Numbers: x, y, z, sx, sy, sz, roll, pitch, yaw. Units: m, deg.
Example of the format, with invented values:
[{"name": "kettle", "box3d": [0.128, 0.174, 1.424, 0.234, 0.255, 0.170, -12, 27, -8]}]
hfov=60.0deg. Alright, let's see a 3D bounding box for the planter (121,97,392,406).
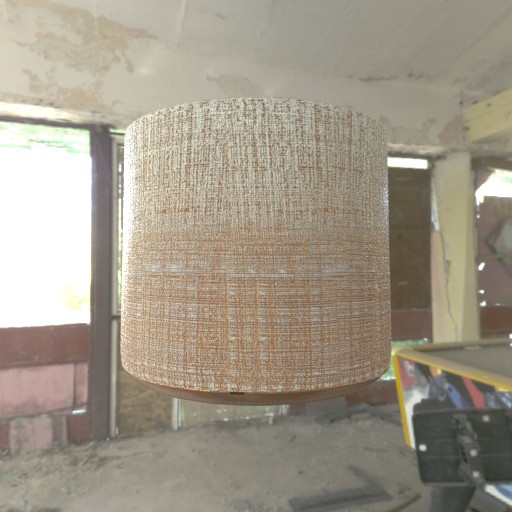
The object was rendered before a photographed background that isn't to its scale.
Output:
[{"name": "planter", "box3d": [0.000, 0.000, 0.187, 0.109, 0.096, 0.109, 0, -1, 0]}]
